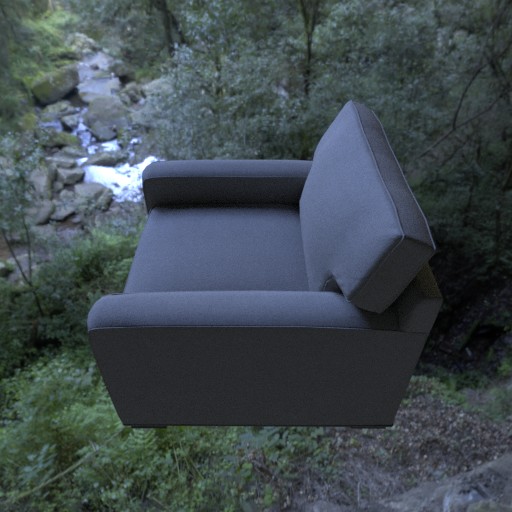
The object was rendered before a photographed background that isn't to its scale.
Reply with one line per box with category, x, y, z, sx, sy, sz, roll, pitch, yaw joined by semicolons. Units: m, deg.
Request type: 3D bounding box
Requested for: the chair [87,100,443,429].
chair;0.000;0.000;1.764;1.044;0.934;0.999;0;42;0
